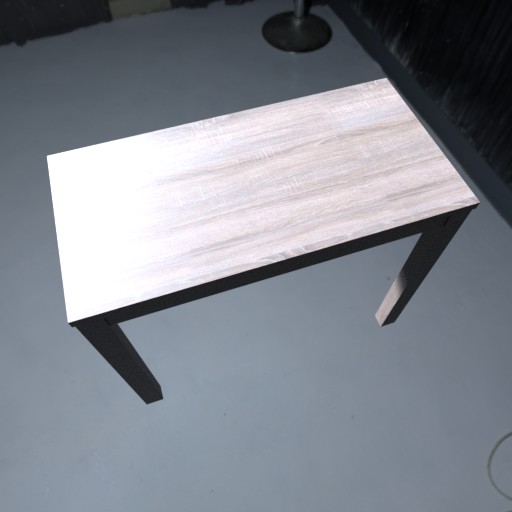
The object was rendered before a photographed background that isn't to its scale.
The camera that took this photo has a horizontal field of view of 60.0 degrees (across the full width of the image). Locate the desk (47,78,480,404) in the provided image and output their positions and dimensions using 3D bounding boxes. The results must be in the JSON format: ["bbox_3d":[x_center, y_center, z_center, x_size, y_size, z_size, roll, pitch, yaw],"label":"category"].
[{"bbox_3d":[0.000,0.000,1.449,0.991,0.762,0.495,-16,60,-9],"label":"desk"}]
